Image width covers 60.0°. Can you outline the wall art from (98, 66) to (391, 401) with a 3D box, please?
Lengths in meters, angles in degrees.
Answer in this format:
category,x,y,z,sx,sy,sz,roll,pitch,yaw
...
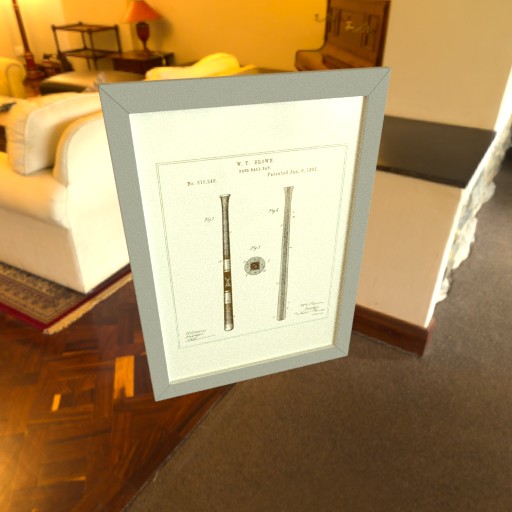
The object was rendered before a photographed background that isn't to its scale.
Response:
category,x,y,z,sx,sy,sz,roll,pitch,yaw
wall art,0.000,0.000,0.688,0.374,0.529,0.012,-10,34,-15
